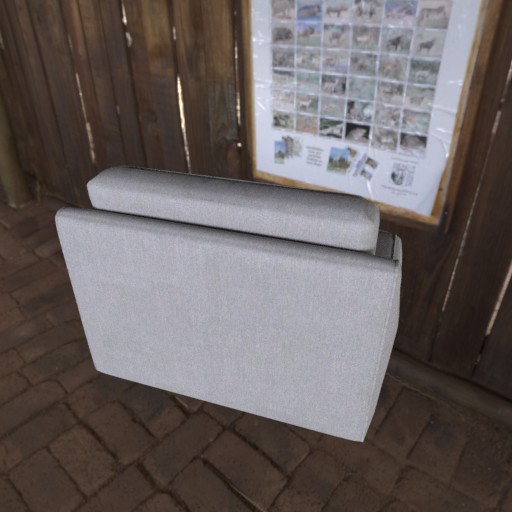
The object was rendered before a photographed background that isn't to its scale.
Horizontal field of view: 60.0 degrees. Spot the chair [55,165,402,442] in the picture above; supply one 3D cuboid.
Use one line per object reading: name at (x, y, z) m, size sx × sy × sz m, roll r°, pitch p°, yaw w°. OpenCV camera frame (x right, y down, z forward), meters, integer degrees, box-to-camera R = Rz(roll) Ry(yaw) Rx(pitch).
chair at (0.000, 0.000, 2.016) m, size 1.270 × 0.974 × 1.043 m, roll 10°, pitch 34°, yaw 15°
